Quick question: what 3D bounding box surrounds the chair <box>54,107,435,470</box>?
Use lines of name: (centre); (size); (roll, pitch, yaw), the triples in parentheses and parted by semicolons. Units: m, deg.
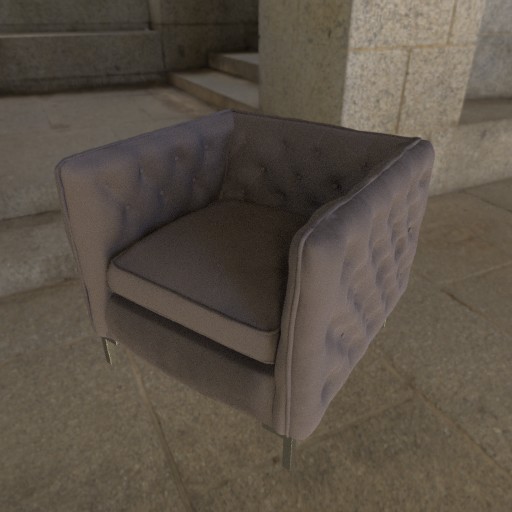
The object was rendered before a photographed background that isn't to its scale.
chair: (0.000, 0.000, 1.599); (0.946, 0.807, 0.913); (19, 35, 29)
